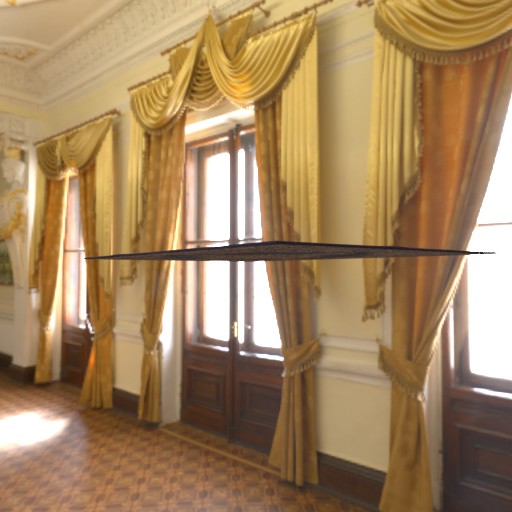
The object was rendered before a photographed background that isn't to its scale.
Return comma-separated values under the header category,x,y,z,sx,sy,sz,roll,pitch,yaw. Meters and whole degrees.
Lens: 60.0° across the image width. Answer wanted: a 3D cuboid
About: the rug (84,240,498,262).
category,x,y,z,sx,sy,sz,roll,pitch,yaw
rug,0.000,0.000,2.199,1.184,0.012,1.781,1,-2,-36
